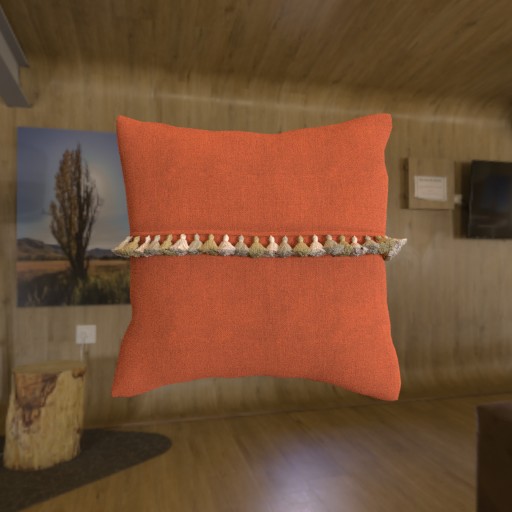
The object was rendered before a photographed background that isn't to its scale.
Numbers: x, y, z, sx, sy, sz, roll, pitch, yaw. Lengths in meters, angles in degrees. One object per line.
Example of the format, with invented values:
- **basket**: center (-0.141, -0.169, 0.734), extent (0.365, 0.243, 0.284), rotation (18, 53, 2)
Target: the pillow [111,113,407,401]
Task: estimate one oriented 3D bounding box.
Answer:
- **pillow**: center (0.000, 0.000, 0.733), extent (0.490, 0.482, 0.165), rotation (0, -1, 2)
